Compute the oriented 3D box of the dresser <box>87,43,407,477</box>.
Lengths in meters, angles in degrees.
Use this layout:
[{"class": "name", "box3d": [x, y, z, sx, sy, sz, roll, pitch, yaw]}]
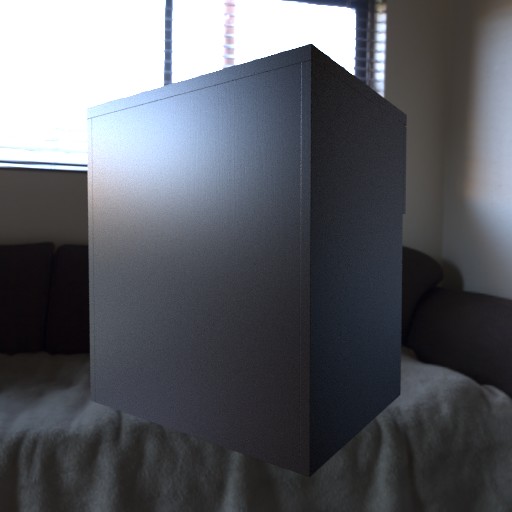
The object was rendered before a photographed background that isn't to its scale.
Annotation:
[{"class": "dresser", "box3d": [0.000, 0.000, 0.739, 0.400, 0.470, 0.360, 1, 3, 35]}]
